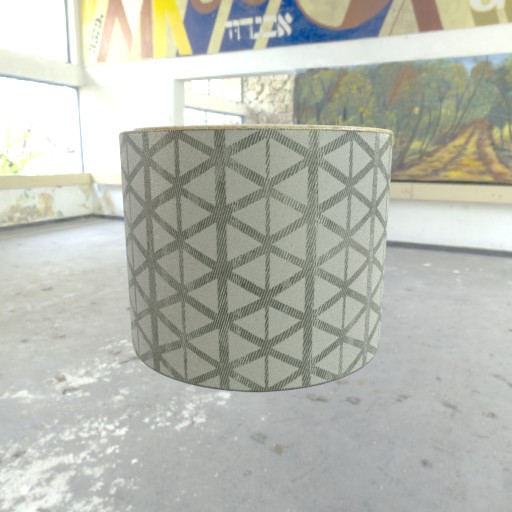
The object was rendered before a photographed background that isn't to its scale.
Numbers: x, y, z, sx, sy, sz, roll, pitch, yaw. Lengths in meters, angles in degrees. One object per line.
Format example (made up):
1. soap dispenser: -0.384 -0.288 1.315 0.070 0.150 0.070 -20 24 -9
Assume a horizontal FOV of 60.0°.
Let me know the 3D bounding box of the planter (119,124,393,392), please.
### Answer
1. planter: 0.000 0.000 0.447 0.250 0.239 0.250 0 13 0
